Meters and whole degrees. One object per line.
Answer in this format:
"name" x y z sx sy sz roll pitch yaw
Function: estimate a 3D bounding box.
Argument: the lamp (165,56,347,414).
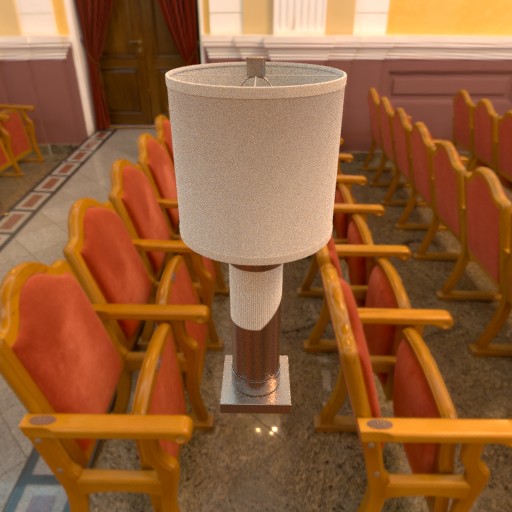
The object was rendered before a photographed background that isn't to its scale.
"lamp" 0.000 0.000 0.619 0.202 0.509 0.202 0 30 1
